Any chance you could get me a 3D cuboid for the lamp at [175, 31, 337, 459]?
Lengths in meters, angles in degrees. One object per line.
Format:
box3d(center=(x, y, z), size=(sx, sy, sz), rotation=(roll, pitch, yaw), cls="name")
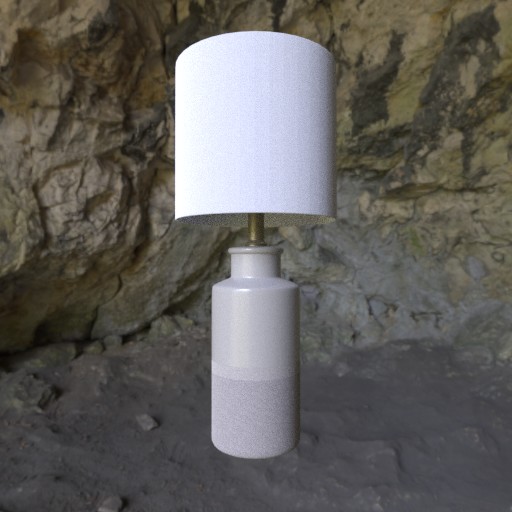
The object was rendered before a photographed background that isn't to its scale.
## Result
box3d(center=(0.000, 0.000, 0.591), size=(0.212, 0.493, 0.212), rotation=(0, -1, 1), cls="lamp")
